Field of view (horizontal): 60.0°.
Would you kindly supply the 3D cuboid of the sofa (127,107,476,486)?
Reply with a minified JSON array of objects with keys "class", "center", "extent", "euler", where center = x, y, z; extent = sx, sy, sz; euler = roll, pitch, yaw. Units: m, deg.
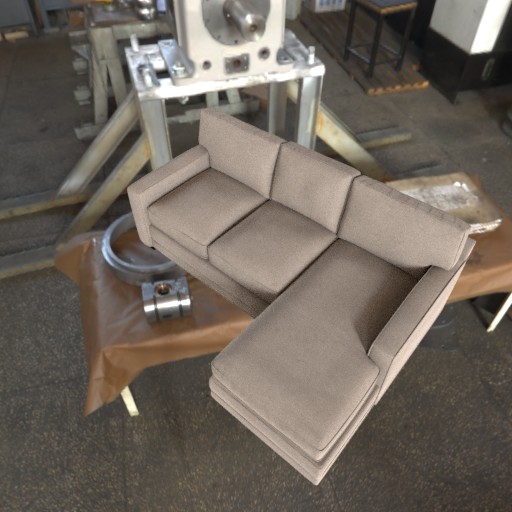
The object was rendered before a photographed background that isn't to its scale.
[{"class":"sofa","center":[0.000,0.000,2.802],"extent":[2.087,0.861,1.496],"euler":[32,54,27]}]
